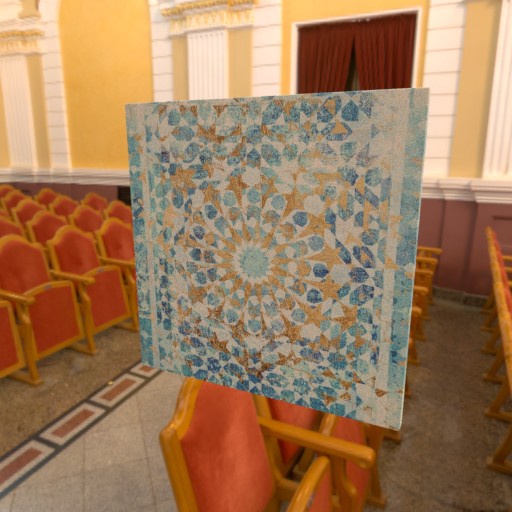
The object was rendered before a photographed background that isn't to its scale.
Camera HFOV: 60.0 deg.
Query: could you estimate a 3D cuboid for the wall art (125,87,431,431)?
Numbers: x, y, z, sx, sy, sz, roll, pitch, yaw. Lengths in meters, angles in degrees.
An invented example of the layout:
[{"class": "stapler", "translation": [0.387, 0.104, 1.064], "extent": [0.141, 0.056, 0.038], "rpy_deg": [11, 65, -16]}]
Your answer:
[{"class": "wall art", "translation": [0.000, 0.000, 1.351], "extent": [0.916, 0.916, 0.040], "rpy_deg": [6, 15, 25]}]
